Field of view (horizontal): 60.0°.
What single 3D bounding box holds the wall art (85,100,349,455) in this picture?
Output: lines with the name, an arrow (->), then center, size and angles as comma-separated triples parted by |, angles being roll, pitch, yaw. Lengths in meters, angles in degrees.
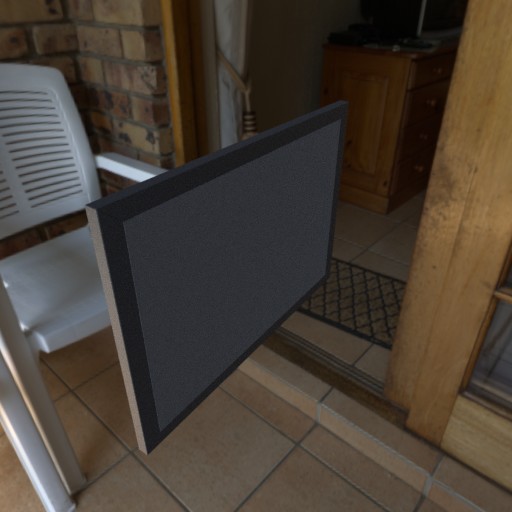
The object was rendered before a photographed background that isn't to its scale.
wall art -> 0.000, 0.000, 0.569 | 0.016, 0.306, 0.432 | 21, 38, 30
